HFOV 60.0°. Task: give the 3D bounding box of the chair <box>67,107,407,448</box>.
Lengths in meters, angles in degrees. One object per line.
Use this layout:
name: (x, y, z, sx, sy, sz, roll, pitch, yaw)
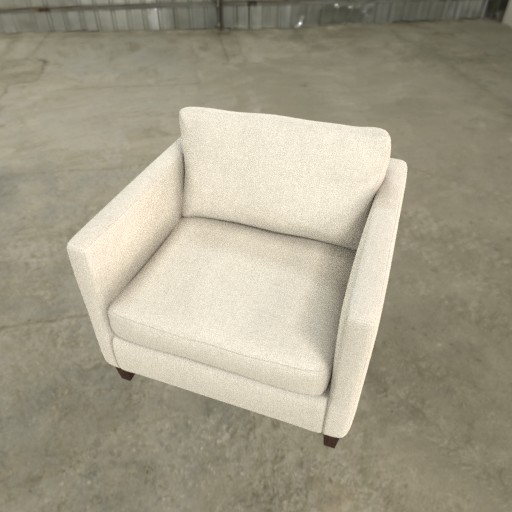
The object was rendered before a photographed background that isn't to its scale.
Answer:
chair: (0.000, 0.000, 1.741, 0.996, 0.919, 0.959, 13, 42, 15)
